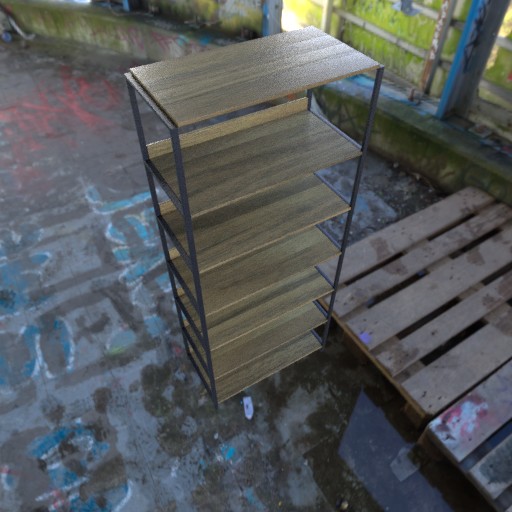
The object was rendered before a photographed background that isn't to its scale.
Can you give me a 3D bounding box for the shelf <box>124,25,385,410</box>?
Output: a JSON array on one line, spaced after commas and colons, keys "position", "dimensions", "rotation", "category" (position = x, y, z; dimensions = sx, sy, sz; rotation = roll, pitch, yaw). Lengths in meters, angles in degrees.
[{"position": [0.000, 0.000, 2.338], "dimensions": [0.847, 2.015, 0.431], "rotation": [-23, 51, -20], "category": "shelf"}]
